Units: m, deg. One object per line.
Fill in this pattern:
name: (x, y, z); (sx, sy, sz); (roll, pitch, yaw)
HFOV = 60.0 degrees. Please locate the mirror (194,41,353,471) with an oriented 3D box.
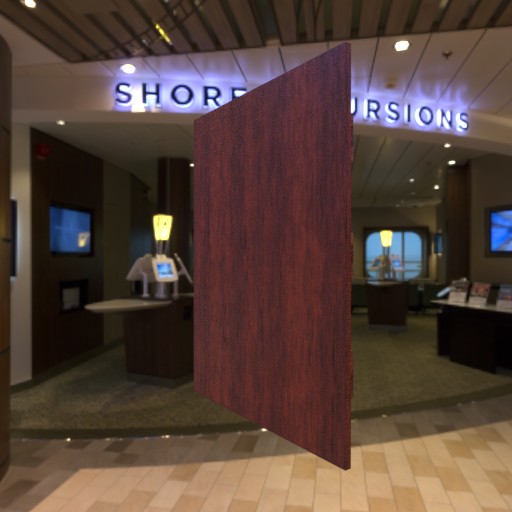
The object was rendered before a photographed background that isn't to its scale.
mirror: (0.000, 0.000, 1.079); (0.021, 0.805, 0.600); (0, 0, -36)
